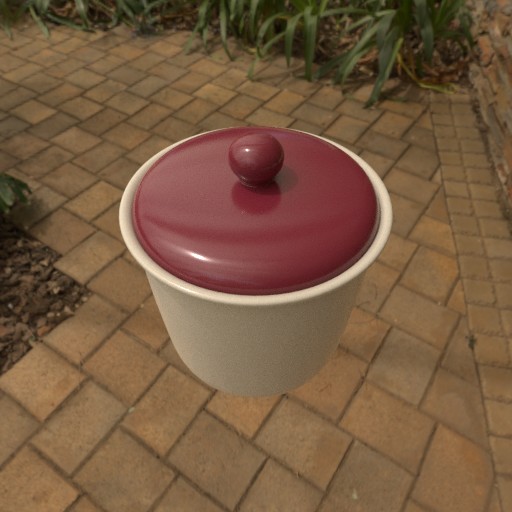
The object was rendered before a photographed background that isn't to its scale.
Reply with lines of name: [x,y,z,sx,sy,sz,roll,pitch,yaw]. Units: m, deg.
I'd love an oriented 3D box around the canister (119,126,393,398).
canister: [0.000,0.000,0.343,0.182,0.208,0.182,0,47,0]
